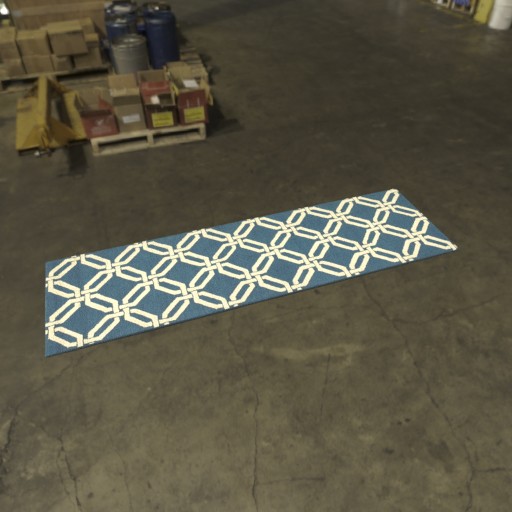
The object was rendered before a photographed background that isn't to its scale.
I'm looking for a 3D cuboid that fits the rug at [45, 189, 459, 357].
[{"bbox_3d":[0.000,0.000,2.539,2.276,0.014,0.678,-13,43,-14],"label":"rug"}]
